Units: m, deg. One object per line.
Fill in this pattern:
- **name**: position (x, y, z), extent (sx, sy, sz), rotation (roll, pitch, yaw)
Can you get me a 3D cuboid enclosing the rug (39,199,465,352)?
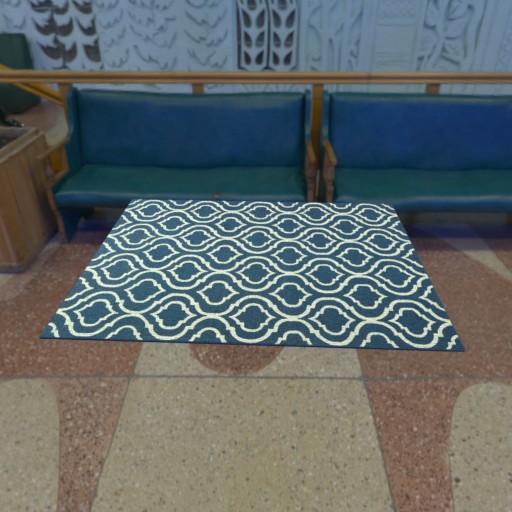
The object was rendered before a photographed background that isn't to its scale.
- **rug**: position (0.000, 0.000, 3.951), extent (2.881, 0.020, 2.270), rotation (1, 32, 2)
